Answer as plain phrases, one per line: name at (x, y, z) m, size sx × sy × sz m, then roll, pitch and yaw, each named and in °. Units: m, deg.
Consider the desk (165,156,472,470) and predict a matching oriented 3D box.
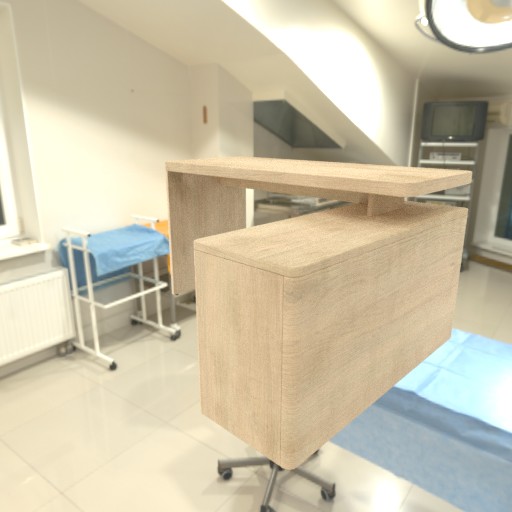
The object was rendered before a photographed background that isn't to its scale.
desk at (0.000, 0.000, 2.006) m, size 1.400 × 0.770 × 1.175 m, roll 15°, pitch 22°, yaw 42°
